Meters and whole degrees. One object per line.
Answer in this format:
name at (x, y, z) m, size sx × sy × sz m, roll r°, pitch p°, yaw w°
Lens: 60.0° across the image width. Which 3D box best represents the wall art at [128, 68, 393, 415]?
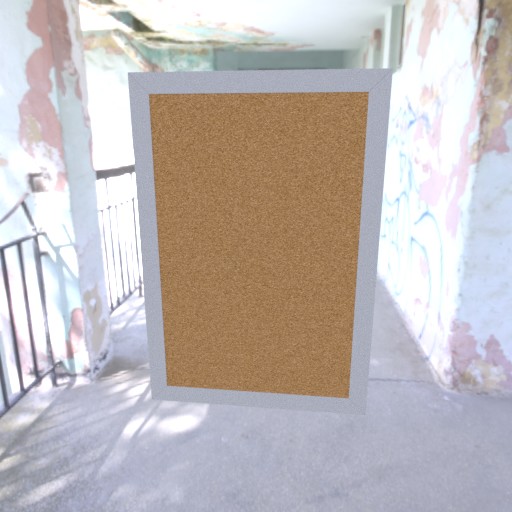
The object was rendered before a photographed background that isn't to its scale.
wall art at (0.000, 0.000, 0.848) m, size 0.454 × 0.659 × 0.011 m, roll 2°, pitch 16°, yaw 7°
